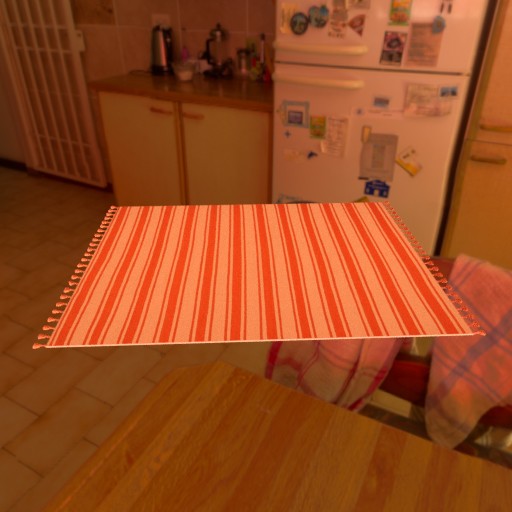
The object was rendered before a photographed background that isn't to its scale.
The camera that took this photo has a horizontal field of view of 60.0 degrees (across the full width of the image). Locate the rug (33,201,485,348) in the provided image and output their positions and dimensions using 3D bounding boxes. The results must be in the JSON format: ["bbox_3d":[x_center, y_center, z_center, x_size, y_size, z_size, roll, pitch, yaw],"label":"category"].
[{"bbox_3d":[0.000,0.000,4.324,3.369,0.035,2.451,-1,31,-2],"label":"rug"}]
